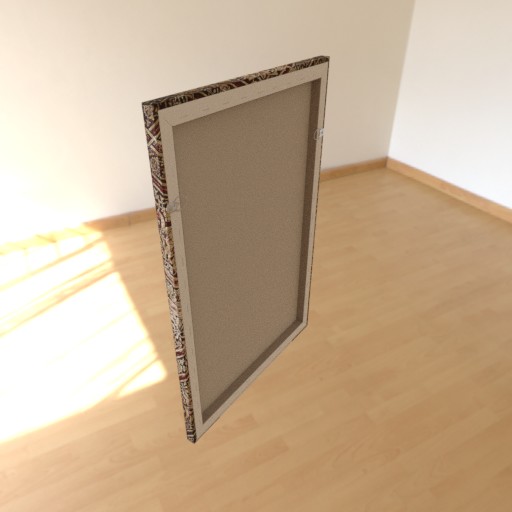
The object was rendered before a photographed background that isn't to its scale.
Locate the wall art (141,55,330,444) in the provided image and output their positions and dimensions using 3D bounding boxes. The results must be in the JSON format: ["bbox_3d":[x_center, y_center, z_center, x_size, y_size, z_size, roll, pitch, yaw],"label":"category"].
[{"bbox_3d":[0.000,0.000,0.778,0.020,0.599,0.397,22,39,30],"label":"wall art"}]
